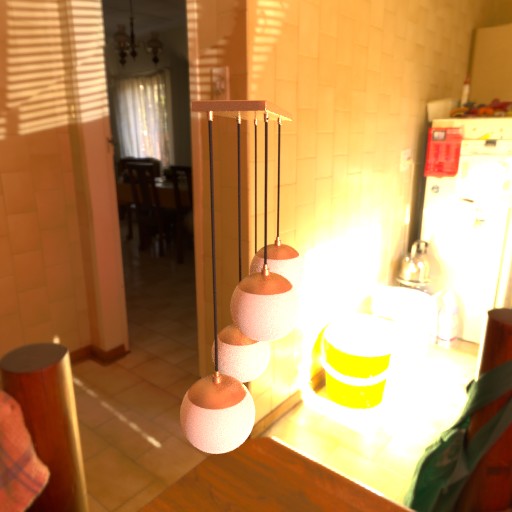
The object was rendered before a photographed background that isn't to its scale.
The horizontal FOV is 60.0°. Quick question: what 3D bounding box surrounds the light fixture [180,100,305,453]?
[{"bbox_3d":[0.000,0.000,1.384,0.299,0.869,0.863,2,16,8],"label":"light fixture"}]
